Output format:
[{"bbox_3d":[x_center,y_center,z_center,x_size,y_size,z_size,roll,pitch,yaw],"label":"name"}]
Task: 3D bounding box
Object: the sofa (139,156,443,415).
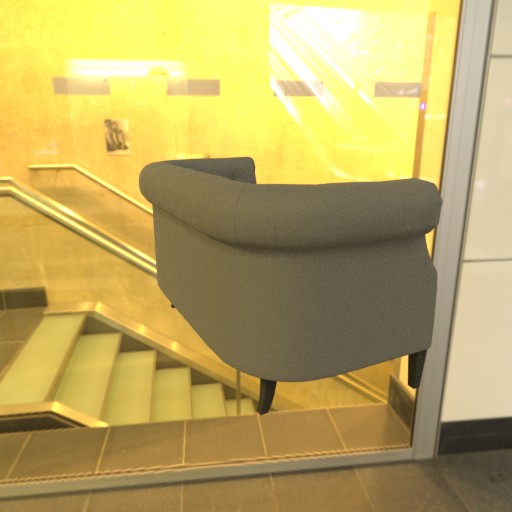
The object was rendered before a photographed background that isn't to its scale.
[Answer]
[{"bbox_3d":[0.000,0.000,2.066,0.835,0.827,1.558,-8,18,-26],"label":"sofa"}]
